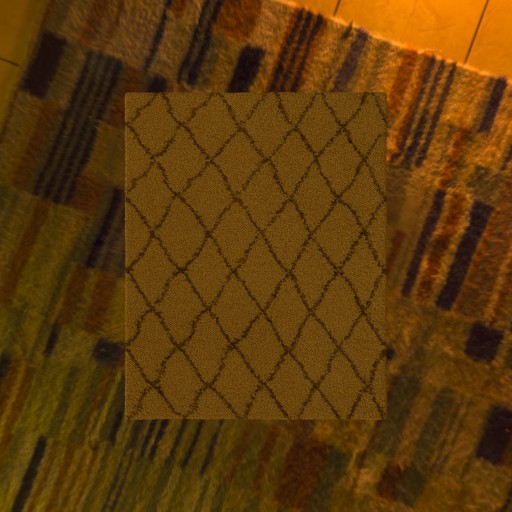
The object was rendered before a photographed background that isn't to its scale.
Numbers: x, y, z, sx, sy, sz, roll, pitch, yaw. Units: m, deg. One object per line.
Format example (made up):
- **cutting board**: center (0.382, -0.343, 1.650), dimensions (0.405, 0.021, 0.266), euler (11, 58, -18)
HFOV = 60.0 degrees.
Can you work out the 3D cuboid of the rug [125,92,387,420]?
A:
- **rug**: center (0.000, 0.000, 4.129), dimensions (2.438, 0.029, 3.047), euler (0, 90, 0)
